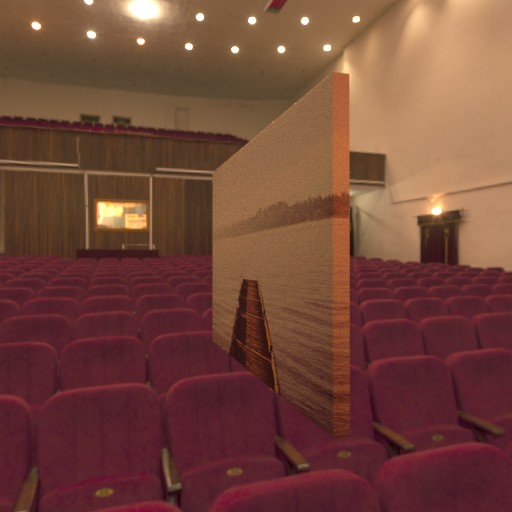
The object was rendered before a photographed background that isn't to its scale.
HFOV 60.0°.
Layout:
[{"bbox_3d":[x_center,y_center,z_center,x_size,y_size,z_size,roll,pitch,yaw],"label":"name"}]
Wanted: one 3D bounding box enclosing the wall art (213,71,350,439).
[{"bbox_3d":[0.000,0.000,0.788,0.021,0.410,0.615,0,0,-18],"label":"wall art"}]
